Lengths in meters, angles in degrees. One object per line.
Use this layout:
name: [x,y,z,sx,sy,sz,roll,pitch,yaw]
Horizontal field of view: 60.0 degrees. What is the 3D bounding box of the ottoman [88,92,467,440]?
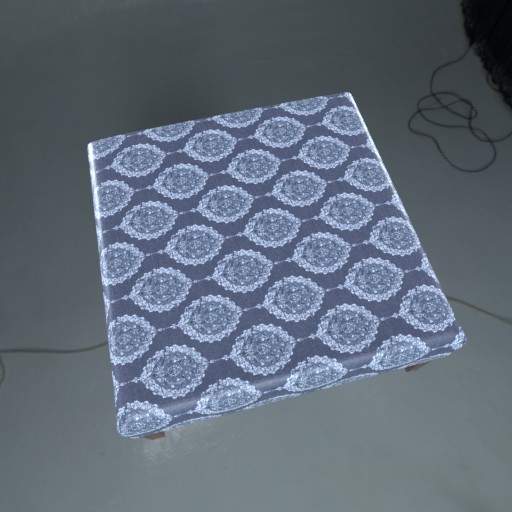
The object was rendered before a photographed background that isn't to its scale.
ottoman: [0.000,0.000,1.398,0.890,0.409,0.889,-13,65,-6]
